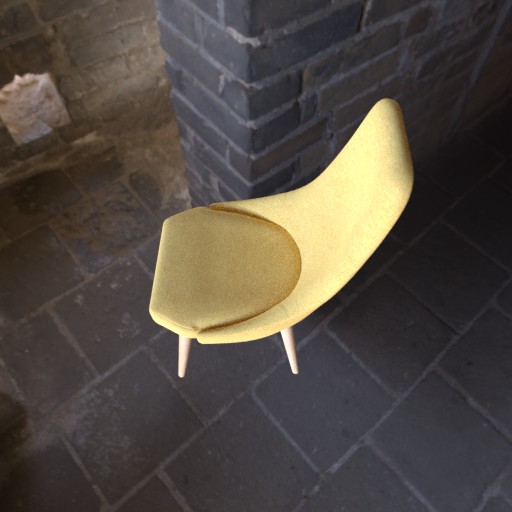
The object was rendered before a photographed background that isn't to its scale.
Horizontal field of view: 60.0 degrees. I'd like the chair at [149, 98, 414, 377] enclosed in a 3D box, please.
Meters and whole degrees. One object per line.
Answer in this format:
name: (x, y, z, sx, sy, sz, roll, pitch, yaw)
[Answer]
chair: (0.000, 0.000, 1.402, 0.660, 1.040, 0.510, 1, 59, 1)
